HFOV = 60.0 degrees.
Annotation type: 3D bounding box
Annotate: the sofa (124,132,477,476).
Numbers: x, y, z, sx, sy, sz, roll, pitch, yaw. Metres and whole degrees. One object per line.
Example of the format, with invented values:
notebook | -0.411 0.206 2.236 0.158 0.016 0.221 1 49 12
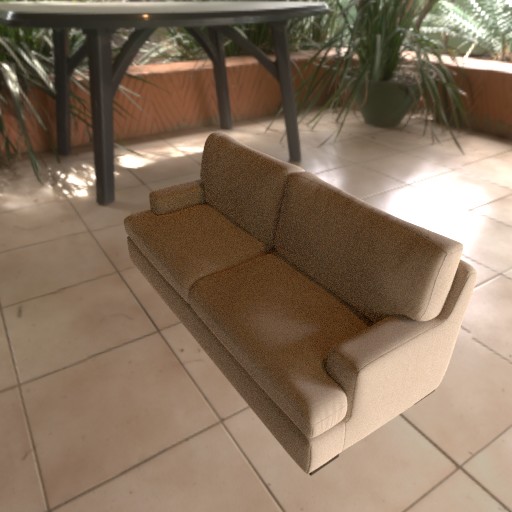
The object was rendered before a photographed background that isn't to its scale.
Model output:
sofa | 0.000 0.000 2.618 0.929 0.925 2.147 -19 37 -28
